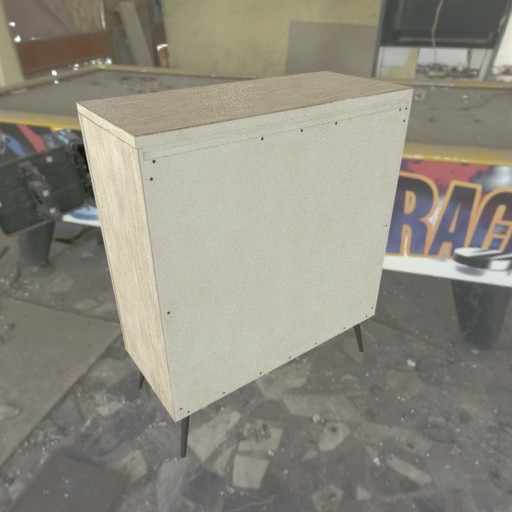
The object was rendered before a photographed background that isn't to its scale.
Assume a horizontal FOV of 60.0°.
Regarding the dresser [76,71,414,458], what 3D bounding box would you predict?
[{"bbox_3d":[0.000,0.000,1.743,1.016,1.219,0.457,-20,37,-30],"label":"dresser"}]
